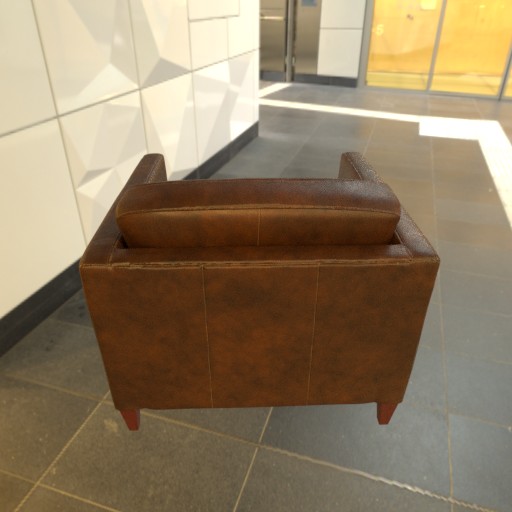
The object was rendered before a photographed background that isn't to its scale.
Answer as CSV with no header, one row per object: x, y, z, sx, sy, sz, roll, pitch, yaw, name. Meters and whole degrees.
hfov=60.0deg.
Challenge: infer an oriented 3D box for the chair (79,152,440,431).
0.000,0.000,1.744,0.990,0.864,0.975,-1,31,-1,chair
